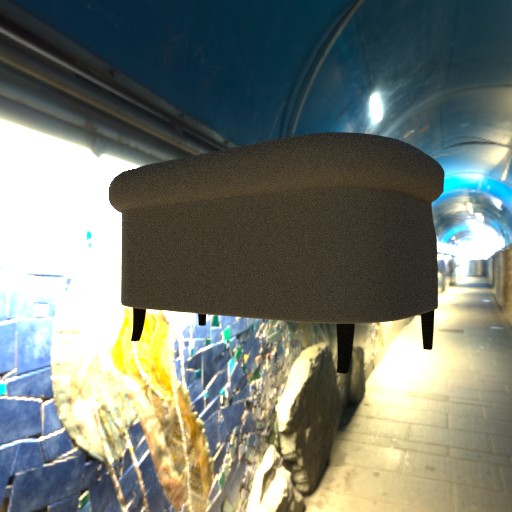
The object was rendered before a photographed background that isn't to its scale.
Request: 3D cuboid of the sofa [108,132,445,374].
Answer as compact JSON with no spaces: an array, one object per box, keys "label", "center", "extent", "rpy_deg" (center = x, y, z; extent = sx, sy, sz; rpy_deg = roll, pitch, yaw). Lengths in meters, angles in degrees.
[{"label":"sofa","center":[0.000,0.000,2.058],"extent":[1.558,0.827,0.835],"rpy_deg":[-1,-2,36]}]
